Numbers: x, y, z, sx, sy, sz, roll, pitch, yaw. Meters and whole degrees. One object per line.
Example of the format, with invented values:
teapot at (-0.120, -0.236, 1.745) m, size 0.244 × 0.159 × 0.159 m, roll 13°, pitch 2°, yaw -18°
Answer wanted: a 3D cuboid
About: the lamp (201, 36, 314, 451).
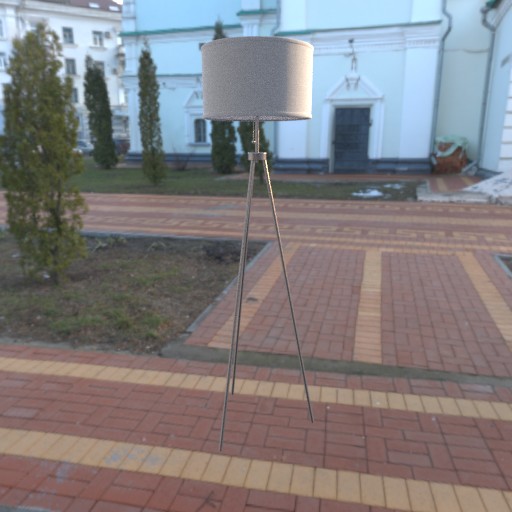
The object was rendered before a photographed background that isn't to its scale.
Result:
lamp at (0.000, 0.000, 1.782) m, size 0.448 × 1.545 × 0.458 m, roll 7°, pitch 16°, yaw 27°
